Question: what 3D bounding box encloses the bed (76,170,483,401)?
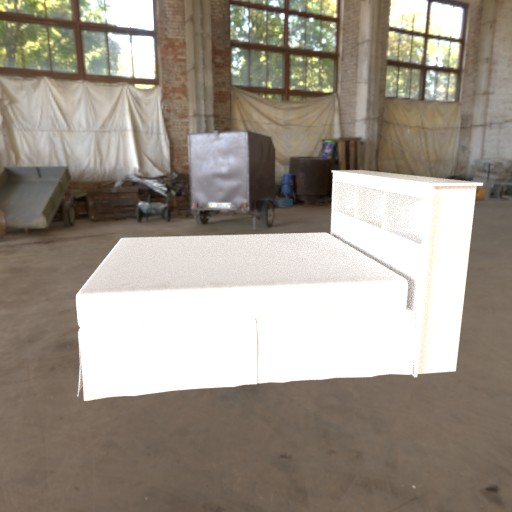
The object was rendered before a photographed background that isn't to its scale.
[{"bbox_3d":[0.000,0.000,3.070,2.133,1.092,1.671,-2,13,-8],"label":"bed"}]
